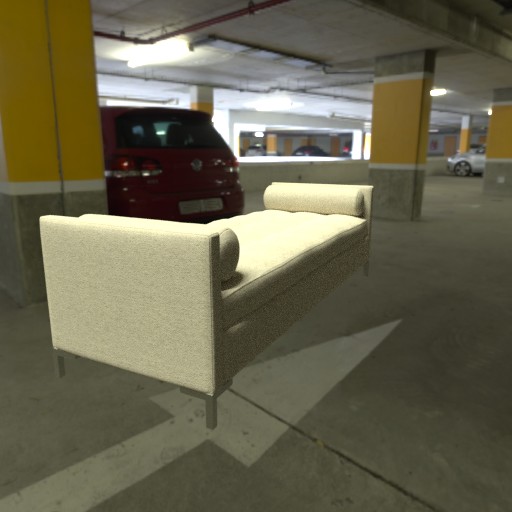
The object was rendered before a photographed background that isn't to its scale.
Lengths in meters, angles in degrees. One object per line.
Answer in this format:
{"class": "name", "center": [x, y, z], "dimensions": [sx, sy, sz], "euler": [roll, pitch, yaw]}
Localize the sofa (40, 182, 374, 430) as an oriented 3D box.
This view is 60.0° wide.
{"class": "sofa", "center": [0.000, 0.000, 2.451], "dimensions": [0.797, 0.655, 2.102], "euler": [7, 15, 27]}
